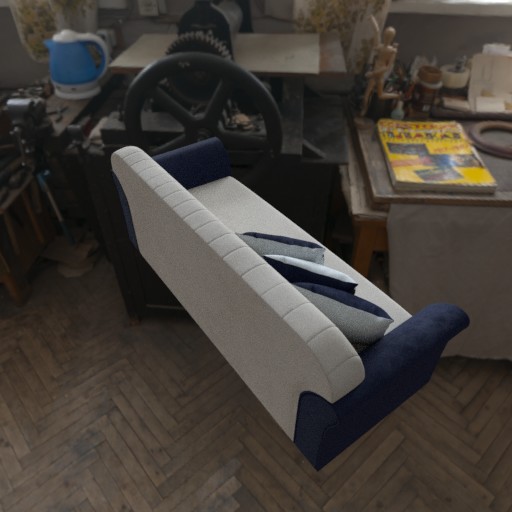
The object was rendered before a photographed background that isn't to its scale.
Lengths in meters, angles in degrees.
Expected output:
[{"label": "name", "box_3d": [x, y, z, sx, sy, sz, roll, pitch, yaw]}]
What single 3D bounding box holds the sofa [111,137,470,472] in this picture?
[{"label": "sofa", "box_3d": [0.000, 0.000, 2.384, 0.749, 0.789, 2.006, -26, 48, -26]}]
